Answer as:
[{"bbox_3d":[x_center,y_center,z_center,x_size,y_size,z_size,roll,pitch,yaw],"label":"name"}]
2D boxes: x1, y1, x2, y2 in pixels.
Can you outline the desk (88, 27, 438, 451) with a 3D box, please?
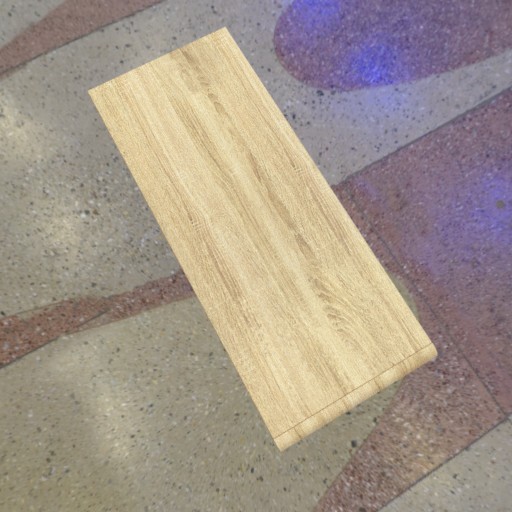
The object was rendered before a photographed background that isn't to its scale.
[{"bbox_3d":[0.000,0.000,1.656,0.500,0.750,1.300,-29,77,-7],"label":"desk"}]
